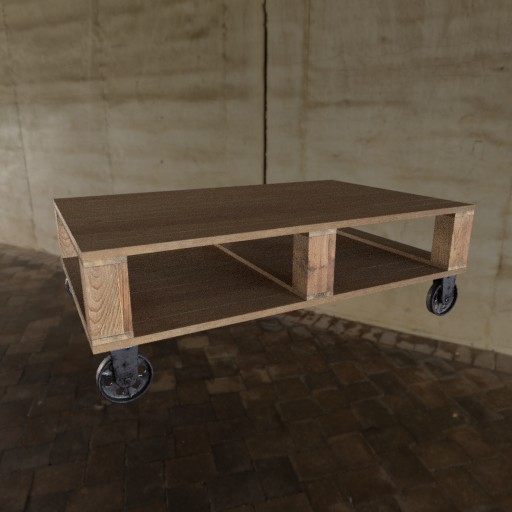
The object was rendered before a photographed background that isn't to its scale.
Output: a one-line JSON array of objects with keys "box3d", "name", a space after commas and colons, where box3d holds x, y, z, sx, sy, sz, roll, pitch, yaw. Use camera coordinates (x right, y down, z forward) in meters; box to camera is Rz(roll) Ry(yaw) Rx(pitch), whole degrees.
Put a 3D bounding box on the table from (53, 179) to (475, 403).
[{"box3d": [0.000, 0.000, 1.672, 1.299, 0.413, 0.827, -9, 19, -26], "name": "table"}]
